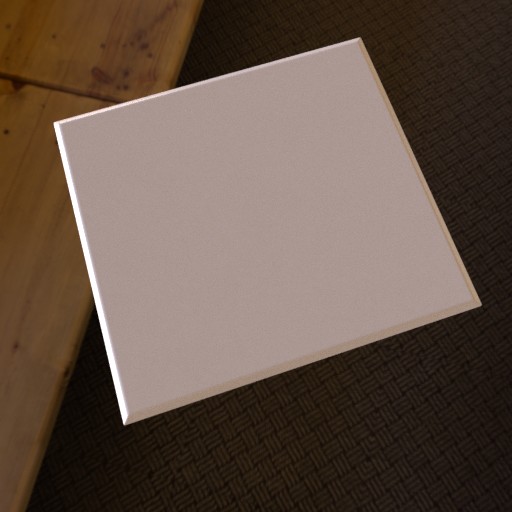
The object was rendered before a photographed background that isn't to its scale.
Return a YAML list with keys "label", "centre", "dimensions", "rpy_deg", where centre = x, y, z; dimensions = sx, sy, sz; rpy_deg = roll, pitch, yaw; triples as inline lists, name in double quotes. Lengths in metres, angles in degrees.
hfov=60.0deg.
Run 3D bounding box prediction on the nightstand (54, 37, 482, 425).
- label: "nightstand"
  centre: [0.000, 0.000, 0.907]
  dimensions: [0.505, 0.555, 0.459]
  rpy_deg: [-17, 76, -4]
